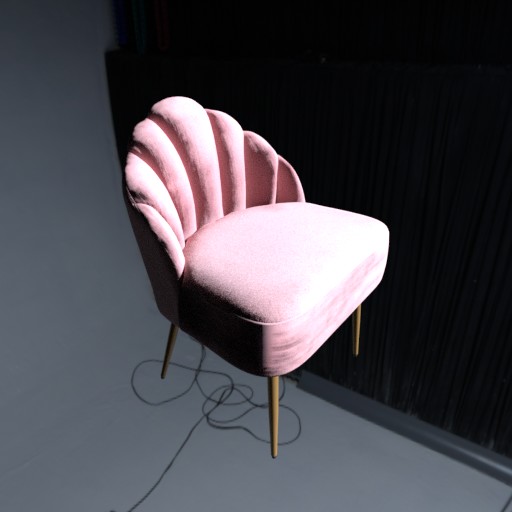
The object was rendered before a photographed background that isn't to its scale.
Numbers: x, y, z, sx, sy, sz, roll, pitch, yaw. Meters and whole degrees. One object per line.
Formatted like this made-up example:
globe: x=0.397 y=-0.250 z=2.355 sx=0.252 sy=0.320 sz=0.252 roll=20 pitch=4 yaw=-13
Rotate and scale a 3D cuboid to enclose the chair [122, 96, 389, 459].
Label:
chair: x=0.000 y=0.000 z=1.263 sx=0.599 sy=0.819 sz=0.657 roll=18 pitch=31 yaw=32
